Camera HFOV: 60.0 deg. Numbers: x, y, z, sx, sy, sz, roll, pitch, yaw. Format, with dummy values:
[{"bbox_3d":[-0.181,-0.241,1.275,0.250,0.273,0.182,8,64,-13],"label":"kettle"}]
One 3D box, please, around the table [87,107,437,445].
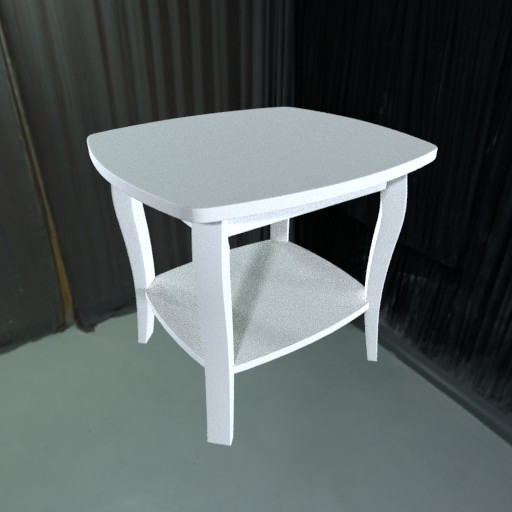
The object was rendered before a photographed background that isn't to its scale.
[{"bbox_3d":[0.000,0.000,0.838,0.502,0.438,0.451,-19,35,-30],"label":"table"}]
